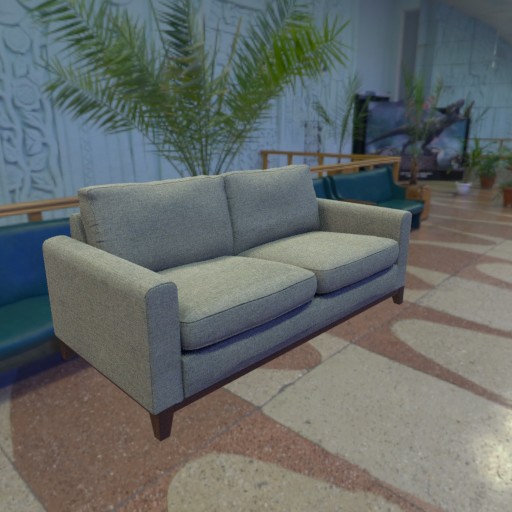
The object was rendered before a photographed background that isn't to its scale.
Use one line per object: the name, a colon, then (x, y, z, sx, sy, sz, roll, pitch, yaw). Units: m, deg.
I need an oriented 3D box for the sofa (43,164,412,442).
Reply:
sofa: (0.000, 0.000, 2.519, 0.969, 0.892, 1.978, 16, 23, 43)
